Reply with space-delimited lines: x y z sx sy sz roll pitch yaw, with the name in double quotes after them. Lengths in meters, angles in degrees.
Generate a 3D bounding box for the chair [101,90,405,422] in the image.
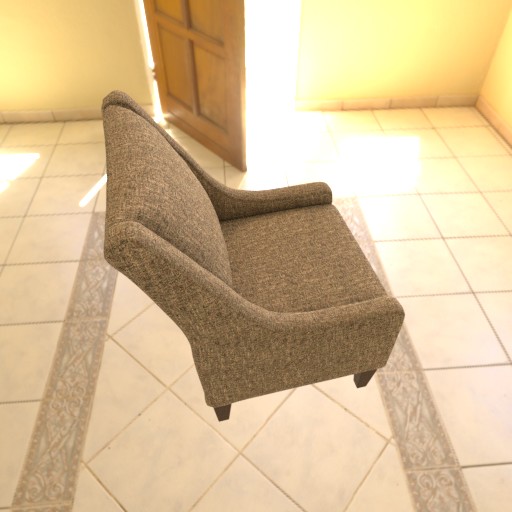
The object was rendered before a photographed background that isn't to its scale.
0.000 0.000 1.620 0.870 1.014 0.774 -10 47 -10 "chair"
